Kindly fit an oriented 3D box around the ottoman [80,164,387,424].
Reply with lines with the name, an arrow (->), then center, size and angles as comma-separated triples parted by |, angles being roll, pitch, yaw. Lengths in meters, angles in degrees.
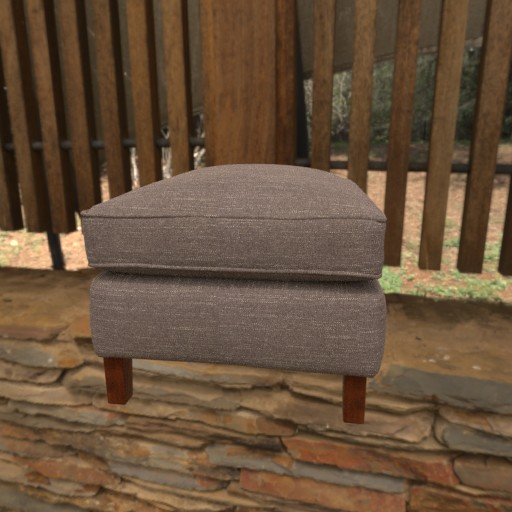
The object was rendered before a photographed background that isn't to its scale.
ottoman -> 0.000, 0.000, 1.004 | 0.508, 0.406, 0.686 | 2, 14, 8
